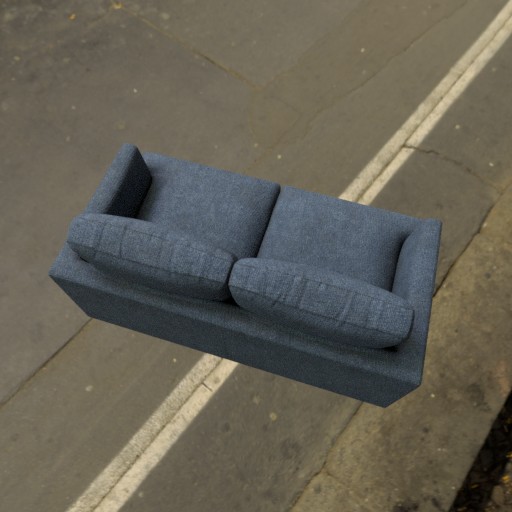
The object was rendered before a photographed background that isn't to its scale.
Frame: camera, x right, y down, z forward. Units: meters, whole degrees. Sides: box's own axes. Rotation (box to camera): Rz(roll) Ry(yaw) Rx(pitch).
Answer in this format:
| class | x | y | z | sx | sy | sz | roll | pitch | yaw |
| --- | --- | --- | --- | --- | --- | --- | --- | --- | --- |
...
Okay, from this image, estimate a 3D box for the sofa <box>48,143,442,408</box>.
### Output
| class | x | y | z | sx | sy | sz | roll | pitch | yaw |
| --- | --- | --- | --- | --- | --- | --- | --- | --- | --- |
| sofa | 0.000 | 0.000 | 2.120 | 1.582 | 0.944 | 0.903 | 15 | 63 | 8 |
